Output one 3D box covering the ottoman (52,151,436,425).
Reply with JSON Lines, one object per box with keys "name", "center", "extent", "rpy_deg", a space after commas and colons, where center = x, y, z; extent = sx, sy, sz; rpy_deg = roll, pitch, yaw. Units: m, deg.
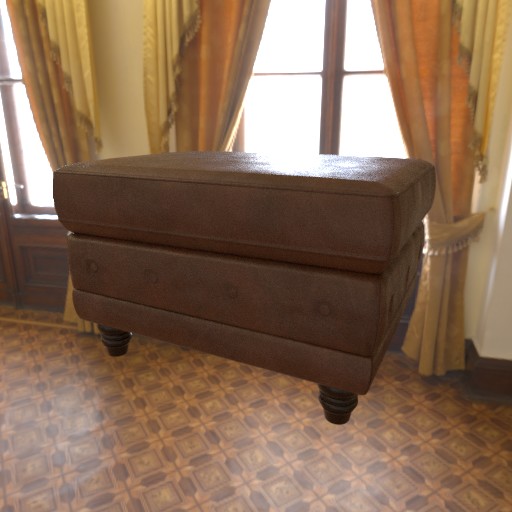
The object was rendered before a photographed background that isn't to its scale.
{"name": "ottoman", "center": [0.000, 0.000, 1.163], "extent": [0.795, 0.509, 0.588], "rpy_deg": [8, 19, 26]}
